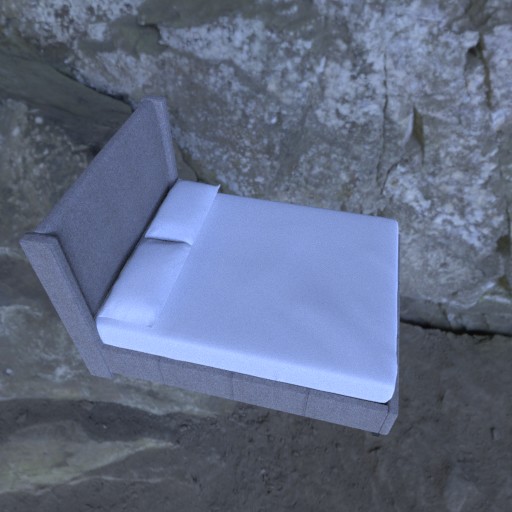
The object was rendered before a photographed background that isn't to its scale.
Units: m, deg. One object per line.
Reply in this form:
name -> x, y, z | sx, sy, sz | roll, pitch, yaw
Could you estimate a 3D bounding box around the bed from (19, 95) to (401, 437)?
bed -> 0.000, 0.000, 3.308 | 2.245, 1.476, 1.714 | 10, 47, 9
